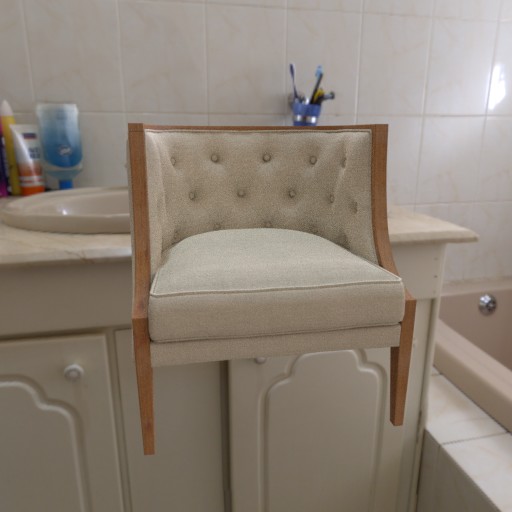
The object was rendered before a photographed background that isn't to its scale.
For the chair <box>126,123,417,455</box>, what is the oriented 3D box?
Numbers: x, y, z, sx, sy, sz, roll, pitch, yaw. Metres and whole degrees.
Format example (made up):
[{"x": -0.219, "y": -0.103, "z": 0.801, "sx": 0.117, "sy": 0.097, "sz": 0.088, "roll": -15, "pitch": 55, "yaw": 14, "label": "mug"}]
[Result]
[{"x": 0.000, "y": 0.000, "z": 1.361, "sx": 0.711, "sy": 0.775, "sz": 0.757, "roll": -3, "pitch": 16, "yaw": -9, "label": "chair"}]
